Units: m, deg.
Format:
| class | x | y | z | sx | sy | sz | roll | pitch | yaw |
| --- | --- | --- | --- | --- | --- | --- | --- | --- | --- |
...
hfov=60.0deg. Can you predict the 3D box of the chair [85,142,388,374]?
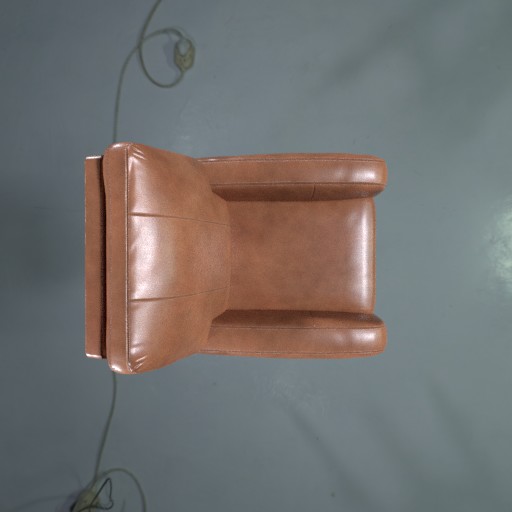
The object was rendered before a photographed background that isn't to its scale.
| class | x | y | z | sx | sy | sz | roll | pitch | yaw |
| --- | --- | --- | --- | --- | --- | --- | --- | --- | --- |
| chair | 0.000 | 0.000 | 1.687 | 0.990 | 0.990 | 0.762 | 0 | 91 | 1 |
